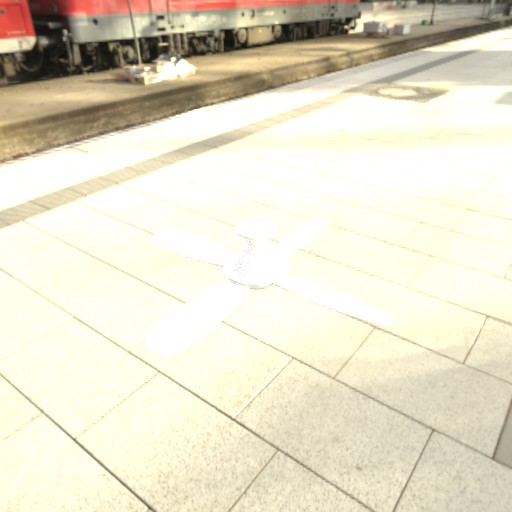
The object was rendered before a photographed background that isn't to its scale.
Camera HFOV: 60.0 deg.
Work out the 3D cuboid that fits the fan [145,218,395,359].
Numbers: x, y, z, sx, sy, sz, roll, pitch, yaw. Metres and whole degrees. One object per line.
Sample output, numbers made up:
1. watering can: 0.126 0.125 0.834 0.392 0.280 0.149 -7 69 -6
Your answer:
1. fan: 0.000 0.000 2.624 1.693 0.382 1.694 20 36 29
